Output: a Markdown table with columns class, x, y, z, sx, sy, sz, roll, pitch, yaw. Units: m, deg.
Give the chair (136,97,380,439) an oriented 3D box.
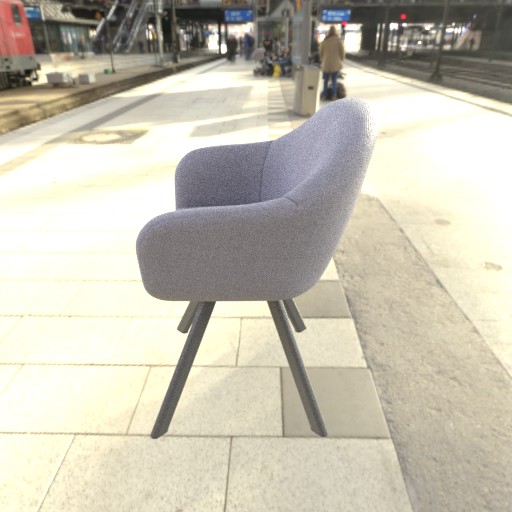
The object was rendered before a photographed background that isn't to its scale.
| class | x | y | z | sx | sy | sz | roll | pitch | yaw |
| --- | --- | --- | --- | --- | --- | --- | --- | --- | --- |
| chair | 0.000 | 0.000 | 1.182 | 0.550 | 0.795 | 0.590 | 0 | 26 | -1 |
